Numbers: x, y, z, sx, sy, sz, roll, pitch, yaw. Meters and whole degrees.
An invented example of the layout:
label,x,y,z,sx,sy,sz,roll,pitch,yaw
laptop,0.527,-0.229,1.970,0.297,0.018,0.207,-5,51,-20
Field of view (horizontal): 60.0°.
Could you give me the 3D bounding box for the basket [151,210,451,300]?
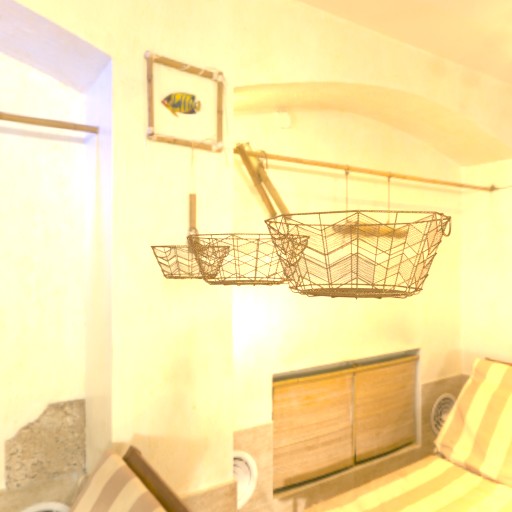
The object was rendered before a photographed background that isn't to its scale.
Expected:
label,x,y,z,sx,sy,sz,roll,pitch,yaw
basket,0.000,0.000,1.382,0.432,0.178,1.245,0,0,-35
